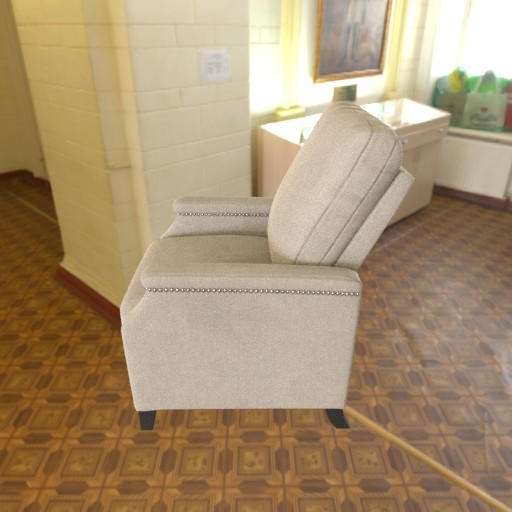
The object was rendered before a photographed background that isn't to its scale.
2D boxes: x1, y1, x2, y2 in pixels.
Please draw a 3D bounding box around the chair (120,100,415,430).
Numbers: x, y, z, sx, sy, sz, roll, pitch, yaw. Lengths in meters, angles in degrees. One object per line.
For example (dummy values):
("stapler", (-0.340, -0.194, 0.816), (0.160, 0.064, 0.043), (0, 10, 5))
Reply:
("chair", (0.000, 0.000, 1.659), (0.922, 1.049, 0.710), (0, 27, -1))
